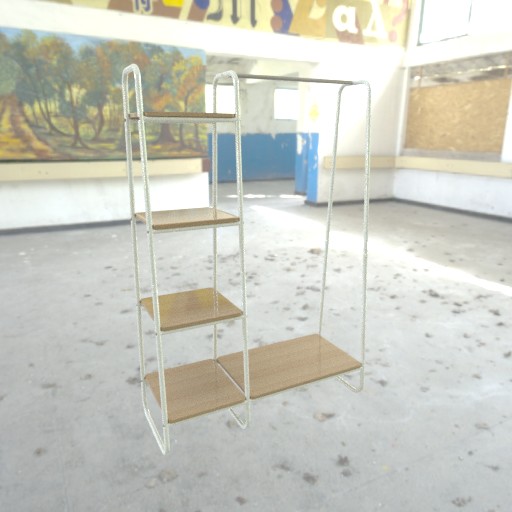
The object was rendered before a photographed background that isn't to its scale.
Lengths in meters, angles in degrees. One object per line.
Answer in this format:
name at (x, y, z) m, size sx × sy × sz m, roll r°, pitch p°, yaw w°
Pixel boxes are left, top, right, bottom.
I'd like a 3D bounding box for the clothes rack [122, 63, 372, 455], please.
clothes rack at (0.000, 0.000, 1.963) m, size 1.011 × 1.500 × 0.400 m, roll -8°, pitch 17°, yaw -26°
